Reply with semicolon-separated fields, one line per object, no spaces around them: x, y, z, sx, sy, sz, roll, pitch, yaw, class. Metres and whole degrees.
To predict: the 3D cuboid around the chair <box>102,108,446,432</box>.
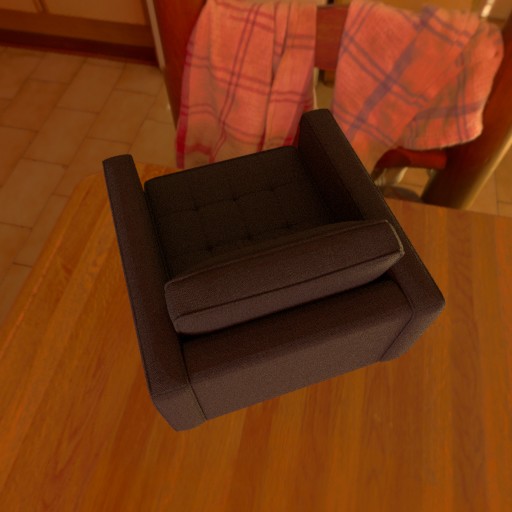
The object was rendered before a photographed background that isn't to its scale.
0.000;0.000;1.609;0.899;0.770;0.919;-16;60;-10;chair
